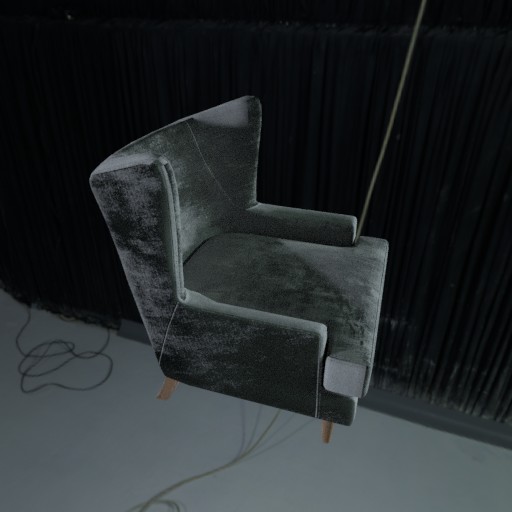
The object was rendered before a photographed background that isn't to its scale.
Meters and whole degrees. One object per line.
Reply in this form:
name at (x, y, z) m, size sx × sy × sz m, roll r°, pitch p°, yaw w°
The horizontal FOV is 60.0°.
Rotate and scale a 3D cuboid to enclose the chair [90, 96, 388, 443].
chair at (0.000, 0.000, 1.595) m, size 0.906 × 0.950 × 0.784 m, roll 9°, pitch 32°, yaw 15°
